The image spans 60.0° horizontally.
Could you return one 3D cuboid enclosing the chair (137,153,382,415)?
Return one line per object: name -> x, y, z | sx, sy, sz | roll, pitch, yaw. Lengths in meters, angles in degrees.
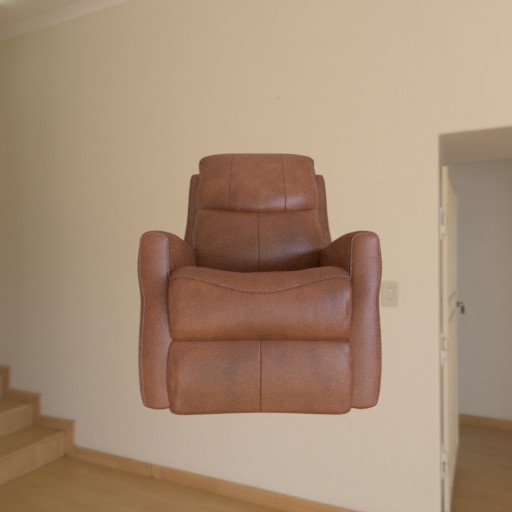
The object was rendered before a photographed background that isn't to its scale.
chair -> 0.000, 0.000, 1.795 | 0.821, 1.016, 1.072 | 0, -1, 0
